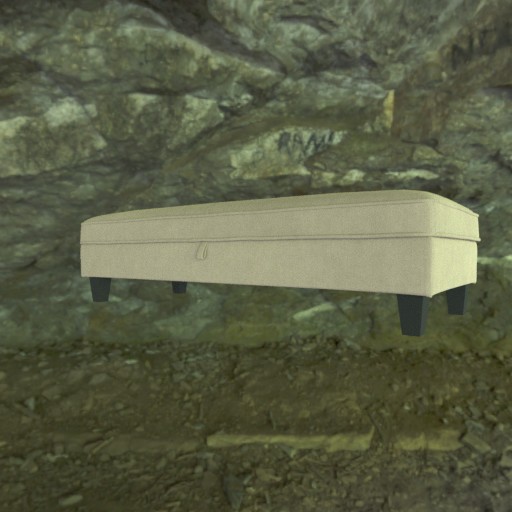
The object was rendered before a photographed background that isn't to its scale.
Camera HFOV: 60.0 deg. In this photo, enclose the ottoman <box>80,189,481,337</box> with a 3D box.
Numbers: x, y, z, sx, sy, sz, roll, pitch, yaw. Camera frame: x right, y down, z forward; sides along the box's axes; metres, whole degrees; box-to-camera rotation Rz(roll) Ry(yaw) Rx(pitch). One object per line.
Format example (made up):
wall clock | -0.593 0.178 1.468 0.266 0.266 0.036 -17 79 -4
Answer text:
ottoman | 0.000 0.000 1.987 1.726 0.460 0.735 0 0 36
